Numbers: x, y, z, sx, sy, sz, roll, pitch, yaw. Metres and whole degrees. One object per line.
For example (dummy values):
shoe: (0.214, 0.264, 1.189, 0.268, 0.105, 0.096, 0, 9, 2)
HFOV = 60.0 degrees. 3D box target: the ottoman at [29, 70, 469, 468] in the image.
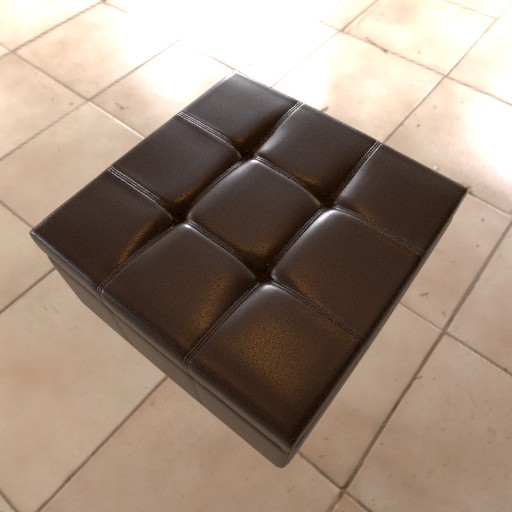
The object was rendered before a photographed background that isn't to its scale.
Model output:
ottoman: (0.000, 0.000, 1.267, 0.787, 0.460, 0.788, 34, 64, 19)
